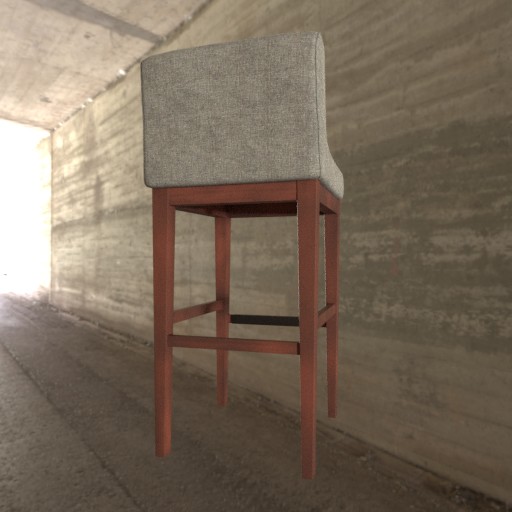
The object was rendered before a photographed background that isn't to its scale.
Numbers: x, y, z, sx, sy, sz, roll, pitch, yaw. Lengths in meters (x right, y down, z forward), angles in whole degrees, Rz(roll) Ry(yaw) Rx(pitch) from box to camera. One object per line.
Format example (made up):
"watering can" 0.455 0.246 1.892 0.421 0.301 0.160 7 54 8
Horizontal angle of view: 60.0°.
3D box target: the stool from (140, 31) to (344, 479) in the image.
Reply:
"stool" 0.000 0.000 1.202 0.426 0.965 0.499 0 -1 17
